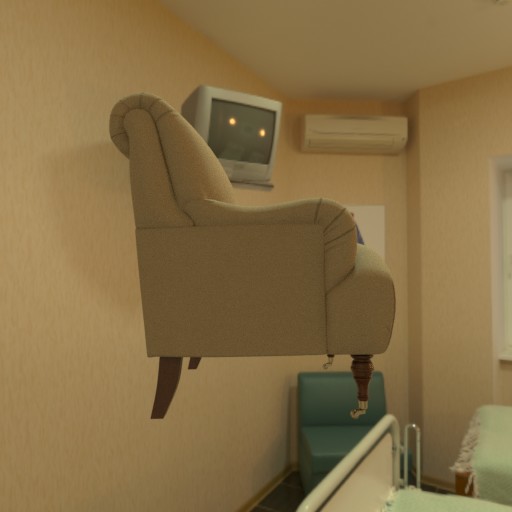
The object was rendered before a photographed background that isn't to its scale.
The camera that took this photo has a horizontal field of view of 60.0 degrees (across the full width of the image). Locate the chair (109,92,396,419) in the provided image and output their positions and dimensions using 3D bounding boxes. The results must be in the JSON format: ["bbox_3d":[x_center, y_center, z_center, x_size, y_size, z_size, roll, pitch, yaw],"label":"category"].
[{"bbox_3d":[0.000,0.000,1.588,0.842,0.942,0.766,0,-2,1],"label":"chair"}]
